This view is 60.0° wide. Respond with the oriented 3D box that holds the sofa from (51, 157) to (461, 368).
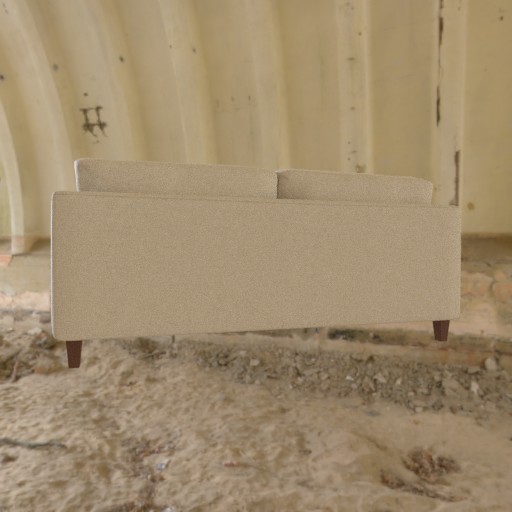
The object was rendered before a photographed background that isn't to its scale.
[{"bbox_3d":[0.000,0.000,2.467,1.981,0.889,0.965,0,1,-17],"label":"sofa"}]
